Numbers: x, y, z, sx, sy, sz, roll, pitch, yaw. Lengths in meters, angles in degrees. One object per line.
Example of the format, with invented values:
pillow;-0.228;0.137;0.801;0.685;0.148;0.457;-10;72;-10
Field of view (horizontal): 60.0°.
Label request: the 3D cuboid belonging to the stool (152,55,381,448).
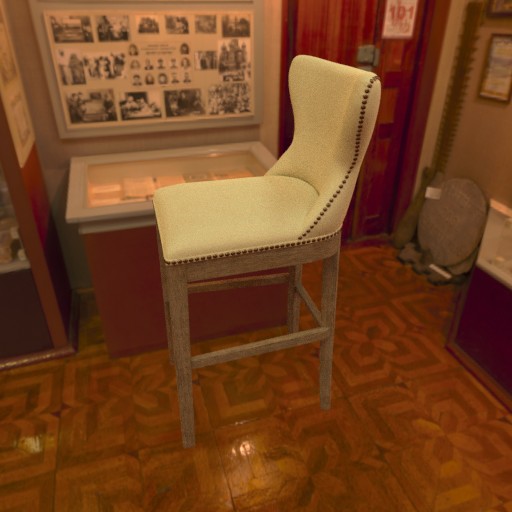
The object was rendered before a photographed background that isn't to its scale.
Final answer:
stool;0.000;0.000;1.411;0.606;1.123;0.494;-8;31;-13
